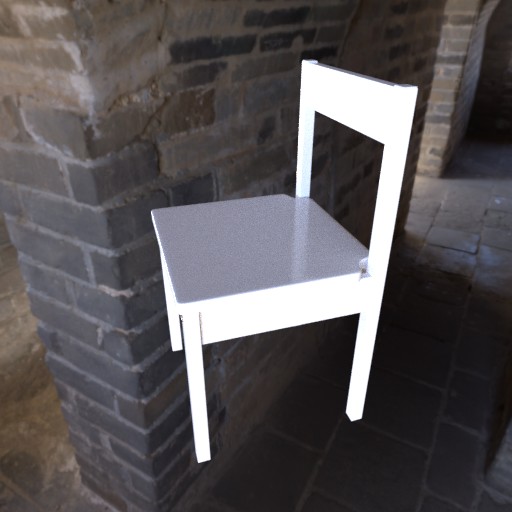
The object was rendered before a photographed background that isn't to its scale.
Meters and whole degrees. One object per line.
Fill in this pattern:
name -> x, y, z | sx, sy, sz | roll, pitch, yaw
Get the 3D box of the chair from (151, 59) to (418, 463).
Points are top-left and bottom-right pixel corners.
chair -> 0.000, 0.000, 0.875 | 0.361, 0.668, 0.367 | -9, 31, -15
